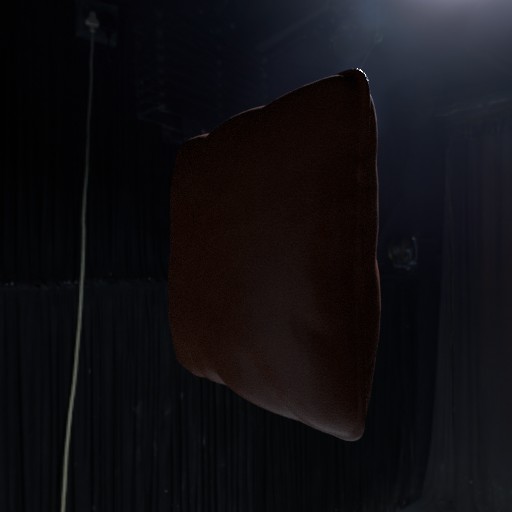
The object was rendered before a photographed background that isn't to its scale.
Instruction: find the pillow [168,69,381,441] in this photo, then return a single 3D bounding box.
[{"bbox_3d":[0.000,0.000,0.810,0.236,0.523,0.532,0,0,-36],"label":"pillow"}]
